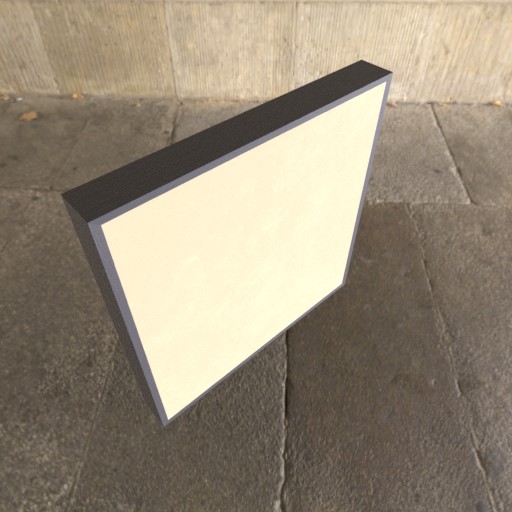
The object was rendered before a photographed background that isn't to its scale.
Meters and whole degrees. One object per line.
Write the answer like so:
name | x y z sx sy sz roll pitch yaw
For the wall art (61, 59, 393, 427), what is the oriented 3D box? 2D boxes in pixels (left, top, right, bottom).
wall art | 0.000 0.000 0.451 0.302 0.300 0.036 -33 55 -27
